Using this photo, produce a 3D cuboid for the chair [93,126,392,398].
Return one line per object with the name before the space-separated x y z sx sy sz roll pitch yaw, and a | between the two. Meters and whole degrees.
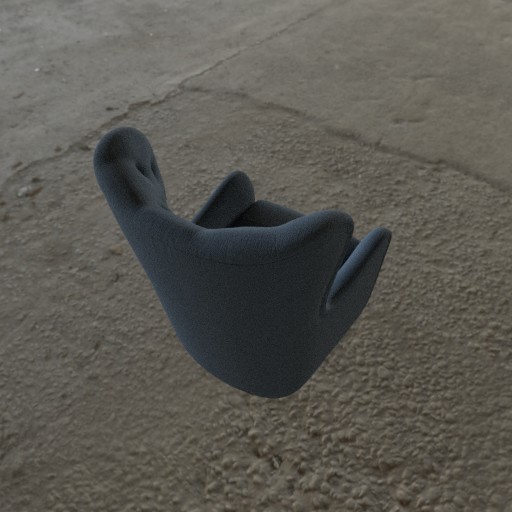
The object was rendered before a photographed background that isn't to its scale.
chair | 0.000 0.000 1.774 0.831 1.079 0.930 26 50 24
